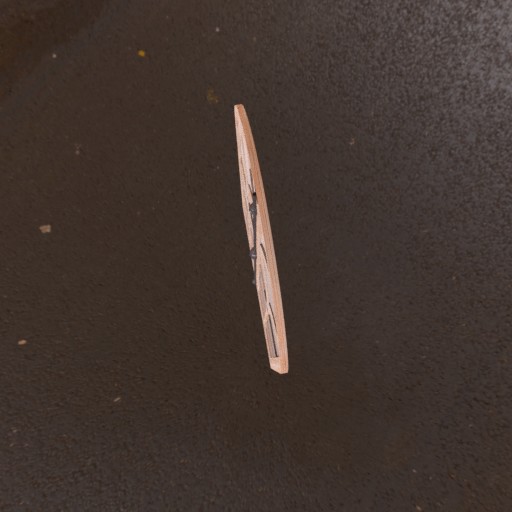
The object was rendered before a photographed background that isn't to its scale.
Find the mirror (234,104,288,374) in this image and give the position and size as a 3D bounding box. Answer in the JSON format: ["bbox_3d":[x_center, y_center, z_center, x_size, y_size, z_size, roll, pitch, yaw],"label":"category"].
[{"bbox_3d":[0.000,0.000,1.189,0.032,0.915,0.609,-10,77,-2],"label":"mirror"}]
